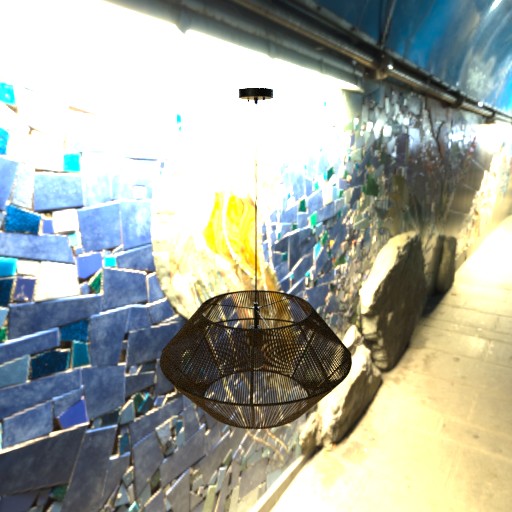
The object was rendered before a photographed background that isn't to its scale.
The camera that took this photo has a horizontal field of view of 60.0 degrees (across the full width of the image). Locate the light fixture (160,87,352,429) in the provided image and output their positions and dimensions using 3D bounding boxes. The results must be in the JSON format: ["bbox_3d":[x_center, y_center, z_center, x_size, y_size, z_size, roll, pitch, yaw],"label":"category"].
[{"bbox_3d":[0.000,0.000,1.424,0.643,1.009,0.643,0,13,0],"label":"light fixture"}]
